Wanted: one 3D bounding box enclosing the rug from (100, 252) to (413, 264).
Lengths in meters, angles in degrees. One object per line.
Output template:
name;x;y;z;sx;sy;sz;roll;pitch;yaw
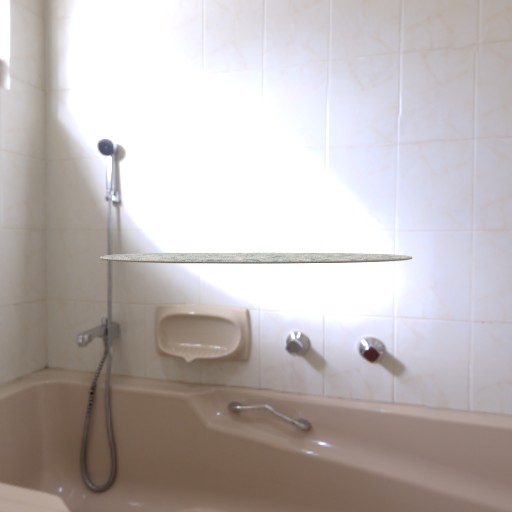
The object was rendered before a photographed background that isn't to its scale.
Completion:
rug;0.000;0.000;2.392;1.593;0.012;1.593;0;2;0
